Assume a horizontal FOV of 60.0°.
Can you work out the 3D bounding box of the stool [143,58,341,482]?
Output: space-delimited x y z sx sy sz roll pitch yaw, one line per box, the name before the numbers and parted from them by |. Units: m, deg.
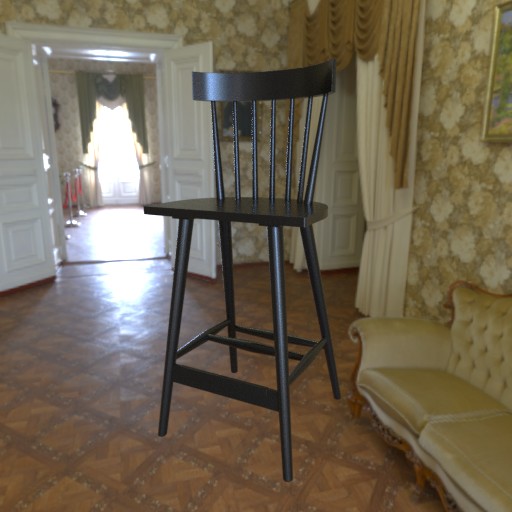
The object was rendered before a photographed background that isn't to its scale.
stool | 0.000 0.000 1.359 0.482 1.092 0.483 7 15 26
